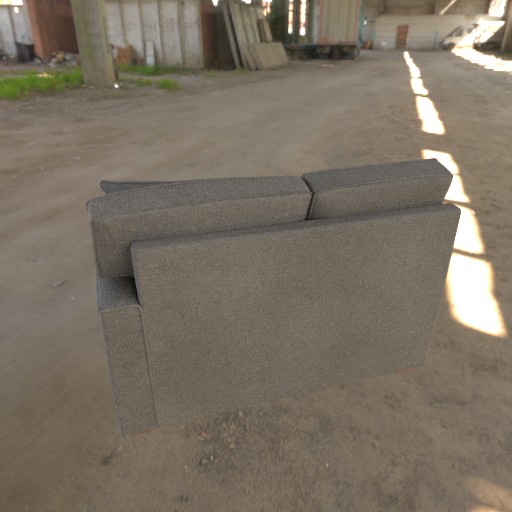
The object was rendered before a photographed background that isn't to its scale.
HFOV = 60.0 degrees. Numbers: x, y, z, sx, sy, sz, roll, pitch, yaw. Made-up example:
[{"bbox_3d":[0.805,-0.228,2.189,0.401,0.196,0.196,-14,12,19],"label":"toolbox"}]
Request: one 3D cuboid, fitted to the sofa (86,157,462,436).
[{"bbox_3d":[0.000,0.000,2.068,1.388,0.989,0.991,-8,28,-15],"label":"sofa"}]
